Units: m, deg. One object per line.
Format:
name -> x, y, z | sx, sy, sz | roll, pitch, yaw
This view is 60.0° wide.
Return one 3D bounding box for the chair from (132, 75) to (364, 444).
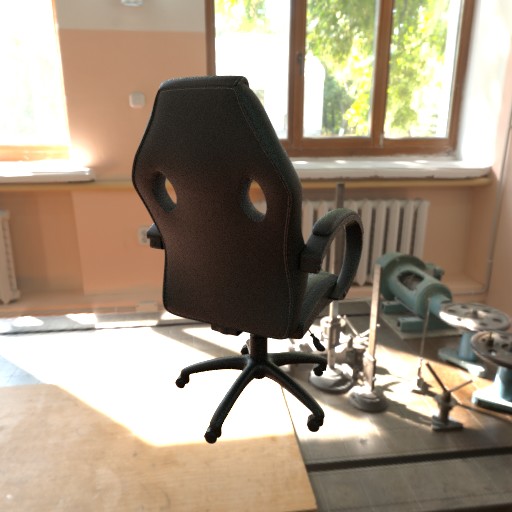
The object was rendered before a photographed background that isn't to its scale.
chair -> 0.000, 0.000, 1.648 | 0.673, 1.187, 0.724 | 8, 18, 27
